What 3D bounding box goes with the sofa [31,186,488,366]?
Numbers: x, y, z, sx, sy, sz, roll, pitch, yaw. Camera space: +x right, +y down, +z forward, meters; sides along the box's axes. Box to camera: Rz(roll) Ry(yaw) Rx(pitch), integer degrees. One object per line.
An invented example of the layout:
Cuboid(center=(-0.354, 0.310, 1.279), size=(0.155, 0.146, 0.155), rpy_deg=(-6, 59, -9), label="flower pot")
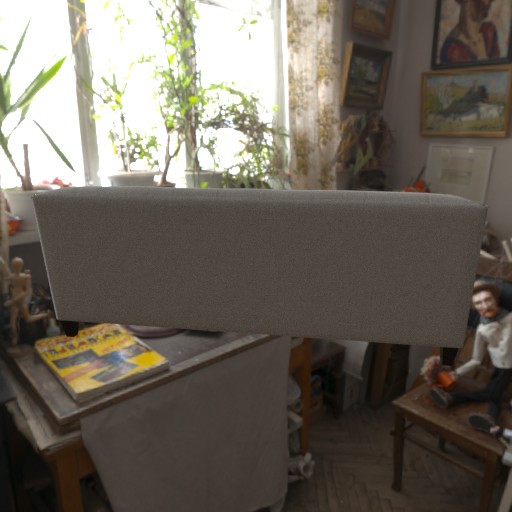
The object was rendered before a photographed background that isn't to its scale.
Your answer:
Cuboid(center=(0.000, 0.000, 2.661), size=(2.235, 0.901, 0.914), rpy_deg=(2, 16, 9), label="sofa")
